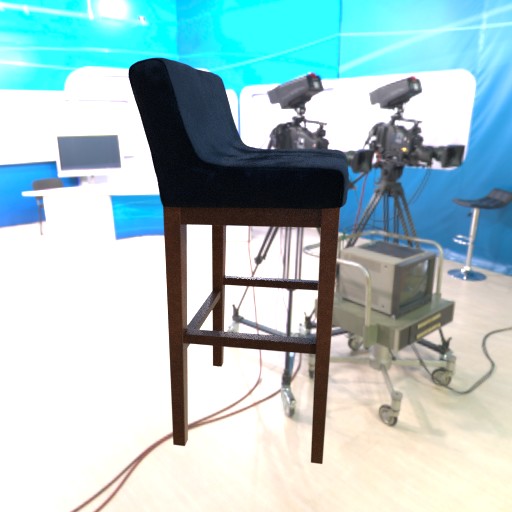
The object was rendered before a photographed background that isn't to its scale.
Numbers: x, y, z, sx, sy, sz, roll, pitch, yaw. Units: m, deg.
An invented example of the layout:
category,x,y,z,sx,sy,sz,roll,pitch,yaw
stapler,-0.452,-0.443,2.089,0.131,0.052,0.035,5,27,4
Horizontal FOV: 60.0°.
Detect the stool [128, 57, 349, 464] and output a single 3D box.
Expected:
category,x,y,z,sx,sy,sz,roll,pitch,yaw
stool,0.000,0.000,1.305,0.500,1.037,0.511,3,18,10
